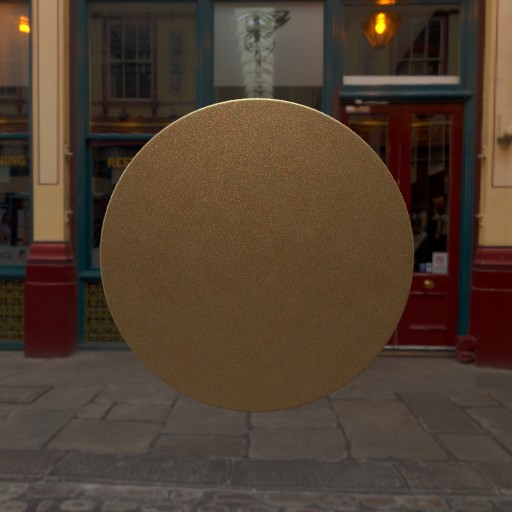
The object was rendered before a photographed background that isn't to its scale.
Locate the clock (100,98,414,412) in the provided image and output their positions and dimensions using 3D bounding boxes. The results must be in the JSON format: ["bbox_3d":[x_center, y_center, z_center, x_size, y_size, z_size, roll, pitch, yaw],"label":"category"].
[{"bbox_3d":[0.000,0.000,0.461,0.314,0.314,0.040,0,1,1],"label":"clock"}]
